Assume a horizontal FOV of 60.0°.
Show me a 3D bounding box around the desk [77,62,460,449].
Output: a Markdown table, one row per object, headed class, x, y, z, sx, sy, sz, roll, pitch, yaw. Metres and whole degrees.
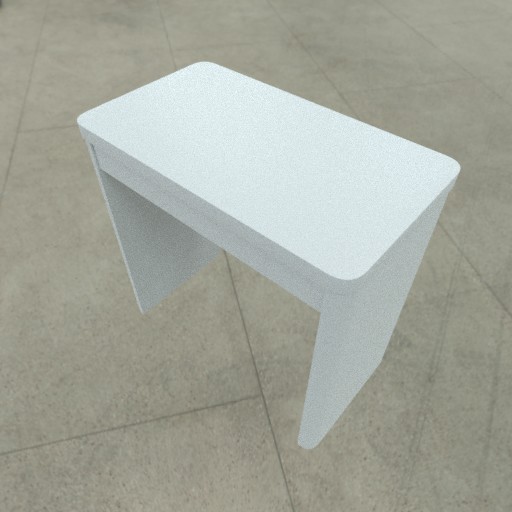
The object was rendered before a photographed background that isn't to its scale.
| class | x | y | z | sx | sy | sz | roll | pitch | yaw |
| --- | --- | --- | --- | --- | --- | --- | --- | --- | --- |
| desk | 0.000 | 0.000 | 1.271 | 0.790 | 0.760 | 0.446 | 32 | 55 | 27 |
